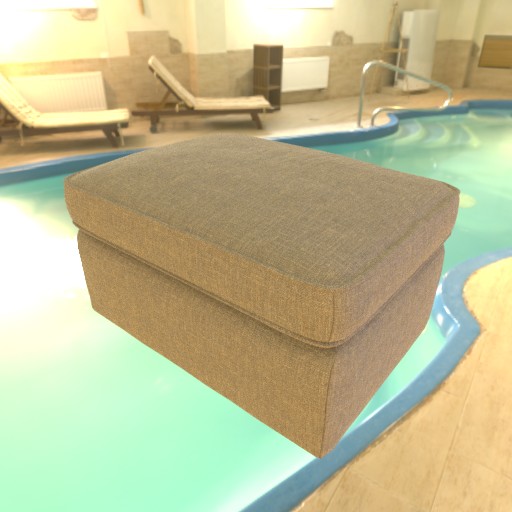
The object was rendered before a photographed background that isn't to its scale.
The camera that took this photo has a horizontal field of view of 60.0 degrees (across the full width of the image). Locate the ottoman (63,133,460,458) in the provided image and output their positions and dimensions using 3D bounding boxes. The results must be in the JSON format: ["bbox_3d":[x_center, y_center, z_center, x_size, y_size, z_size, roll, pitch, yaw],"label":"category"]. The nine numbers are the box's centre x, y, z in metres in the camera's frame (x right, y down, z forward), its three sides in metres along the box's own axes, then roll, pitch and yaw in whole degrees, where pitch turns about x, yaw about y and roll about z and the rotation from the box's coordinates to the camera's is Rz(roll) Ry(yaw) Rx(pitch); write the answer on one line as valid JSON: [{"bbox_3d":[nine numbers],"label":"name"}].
[{"bbox_3d":[0.000,0.000,1.081,0.762,0.457,0.559,22,36,33],"label":"ottoman"}]
